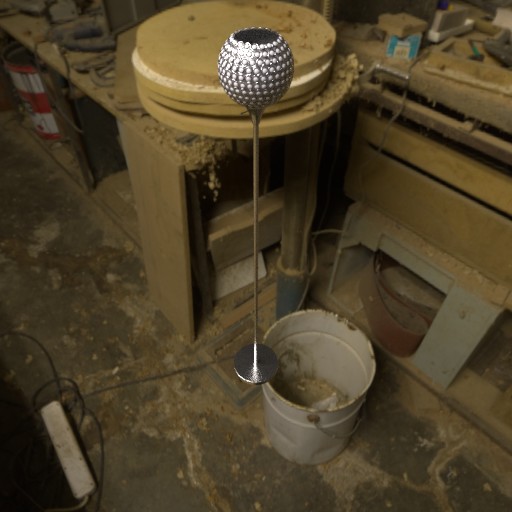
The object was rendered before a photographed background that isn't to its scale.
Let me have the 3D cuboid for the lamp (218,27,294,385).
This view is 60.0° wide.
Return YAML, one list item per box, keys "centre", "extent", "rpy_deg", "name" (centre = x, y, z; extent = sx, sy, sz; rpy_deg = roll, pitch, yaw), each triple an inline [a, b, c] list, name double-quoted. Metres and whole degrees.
- centre: [0.000, 0.000, 1.907]
  extent: [0.254, 1.805, 0.254]
  rpy_deg: [0, 46, 0]
  name: "lamp"
